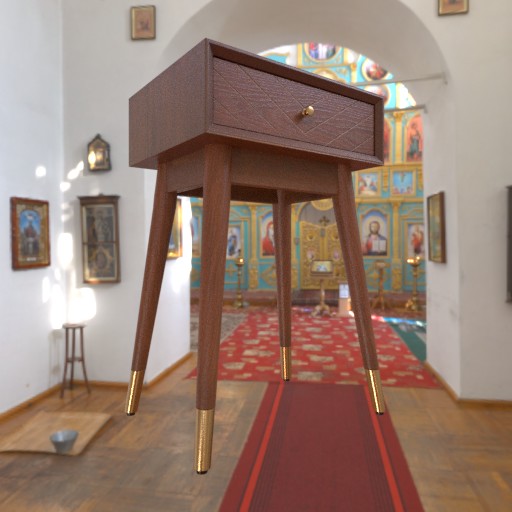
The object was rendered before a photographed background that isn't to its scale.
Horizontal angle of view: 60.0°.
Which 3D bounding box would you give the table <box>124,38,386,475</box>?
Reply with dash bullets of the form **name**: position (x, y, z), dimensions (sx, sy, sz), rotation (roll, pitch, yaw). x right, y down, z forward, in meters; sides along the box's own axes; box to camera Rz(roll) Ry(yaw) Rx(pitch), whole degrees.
- **table**: position (0.000, 0.000, 0.837), dimensions (0.406, 0.599, 0.300), rotation (0, 0, -36)
